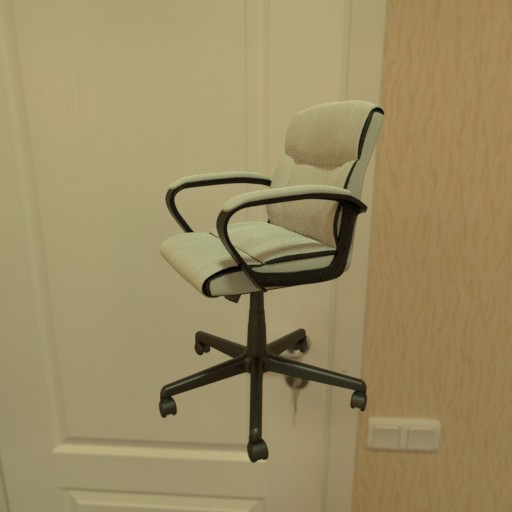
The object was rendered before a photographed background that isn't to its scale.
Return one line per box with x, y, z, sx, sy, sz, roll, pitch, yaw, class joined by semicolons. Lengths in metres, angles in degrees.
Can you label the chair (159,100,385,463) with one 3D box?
0.000;0.000;1.495;0.717;1.004;0.739;-7;17;-24;chair
